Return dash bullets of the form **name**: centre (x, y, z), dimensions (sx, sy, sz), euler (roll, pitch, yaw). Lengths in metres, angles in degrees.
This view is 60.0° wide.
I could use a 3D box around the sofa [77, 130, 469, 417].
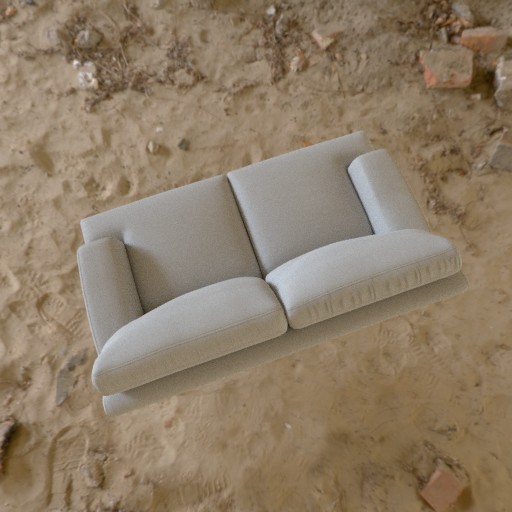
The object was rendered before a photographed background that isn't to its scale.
- **sofa**: centre (0.000, 0.000, 2.477), dimensions (1.880, 0.940, 1.143), euler (-19, 76, -5)
